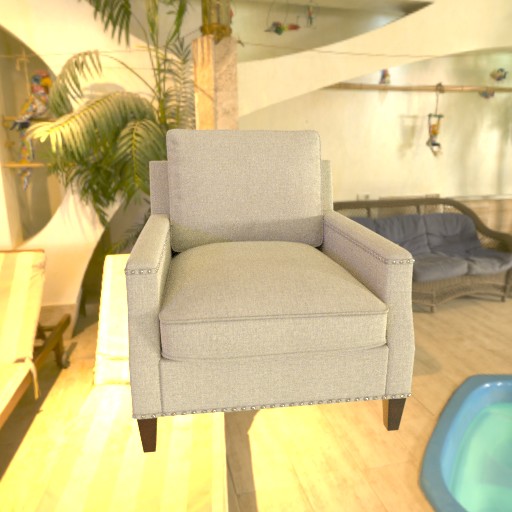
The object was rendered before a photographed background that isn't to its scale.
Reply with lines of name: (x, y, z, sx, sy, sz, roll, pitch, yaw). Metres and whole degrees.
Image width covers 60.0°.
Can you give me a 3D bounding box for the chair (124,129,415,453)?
chair: (0.000, 0.000, 1.686, 0.853, 0.943, 1.014, -2, 15, -7)
